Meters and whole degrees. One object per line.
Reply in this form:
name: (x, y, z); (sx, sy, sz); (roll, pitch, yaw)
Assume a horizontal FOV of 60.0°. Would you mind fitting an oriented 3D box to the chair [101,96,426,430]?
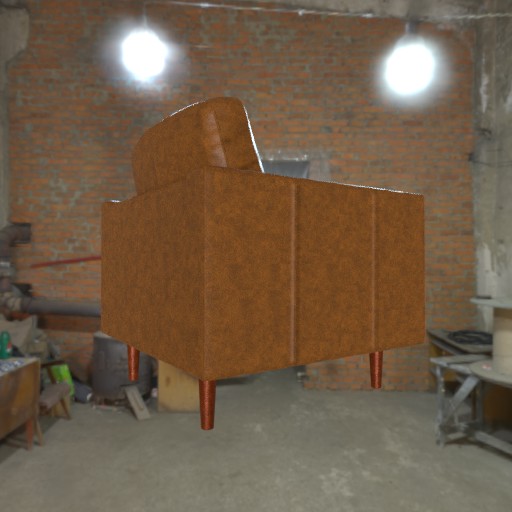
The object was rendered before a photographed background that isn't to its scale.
chair: (0.000, 0.000, 1.675); (0.909, 0.956, 0.890); (0, -1, -34)
